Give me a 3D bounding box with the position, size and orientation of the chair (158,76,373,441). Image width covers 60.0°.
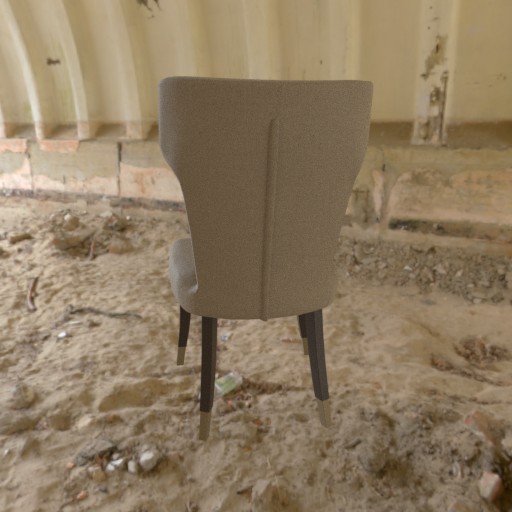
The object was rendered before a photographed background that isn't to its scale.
[{"bbox_3d":[0.000,0.000,1.333,0.526,0.955,0.630,-2,15,-9],"label":"chair"}]
